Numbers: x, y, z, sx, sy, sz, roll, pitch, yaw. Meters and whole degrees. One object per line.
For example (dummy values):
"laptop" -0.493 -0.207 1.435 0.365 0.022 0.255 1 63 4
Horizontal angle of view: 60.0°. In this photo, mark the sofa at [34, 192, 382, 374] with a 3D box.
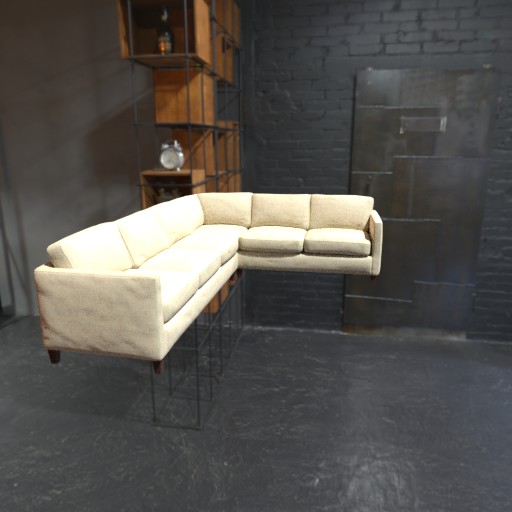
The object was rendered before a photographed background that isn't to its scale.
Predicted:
"sofa" 0.000 0.000 4.419 2.593 0.947 3.302 3 14 10
